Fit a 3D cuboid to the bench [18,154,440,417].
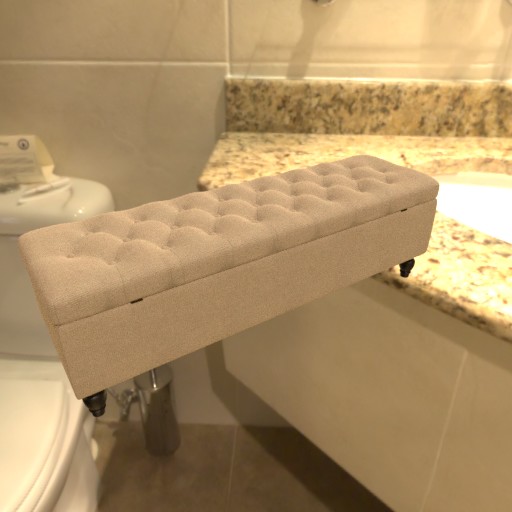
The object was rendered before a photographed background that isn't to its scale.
[{"bbox_3d":[0.000,0.000,1.648,1.480,0.467,0.455,-18,35,-29],"label":"bench"}]
